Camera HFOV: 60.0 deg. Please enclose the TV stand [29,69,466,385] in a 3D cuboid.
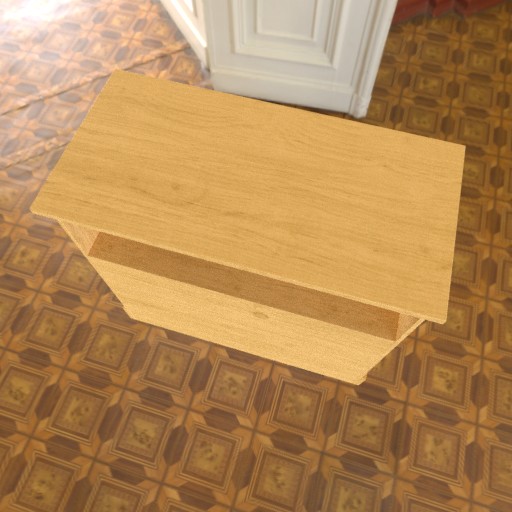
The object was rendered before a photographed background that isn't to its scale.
[{"bbox_3d":[0.000,0.000,1.306,0.851,0.787,0.430,15,65,7],"label":"TV stand"}]
